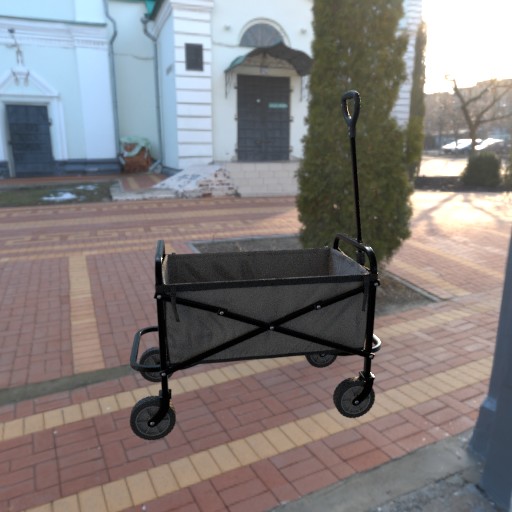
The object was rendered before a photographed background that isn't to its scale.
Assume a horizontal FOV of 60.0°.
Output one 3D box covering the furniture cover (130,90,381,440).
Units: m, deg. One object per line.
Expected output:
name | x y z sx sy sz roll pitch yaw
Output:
furniture cover | 0.000 0.000 1.824 1.038 1.295 0.532 -3 15 -10
